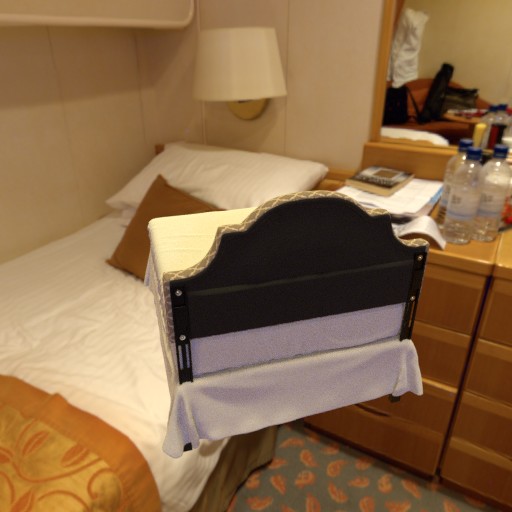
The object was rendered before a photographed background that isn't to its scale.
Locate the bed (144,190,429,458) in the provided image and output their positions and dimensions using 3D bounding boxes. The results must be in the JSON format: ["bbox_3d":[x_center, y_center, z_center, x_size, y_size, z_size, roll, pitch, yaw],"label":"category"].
[{"bbox_3d":[0.000,0.000,3.472,1.780,1.633,2.222,-7,27,-15],"label":"bed"}]
